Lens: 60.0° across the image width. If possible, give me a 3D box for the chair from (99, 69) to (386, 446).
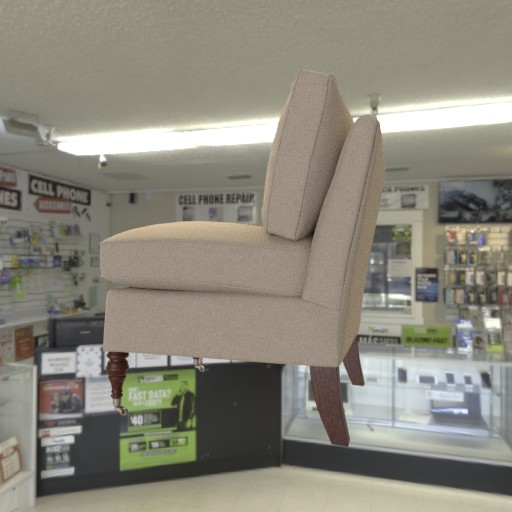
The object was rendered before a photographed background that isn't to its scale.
[{"bbox_3d":[0.000,0.000,1.643,0.912,1.052,0.724,0,-1,18],"label":"chair"}]
